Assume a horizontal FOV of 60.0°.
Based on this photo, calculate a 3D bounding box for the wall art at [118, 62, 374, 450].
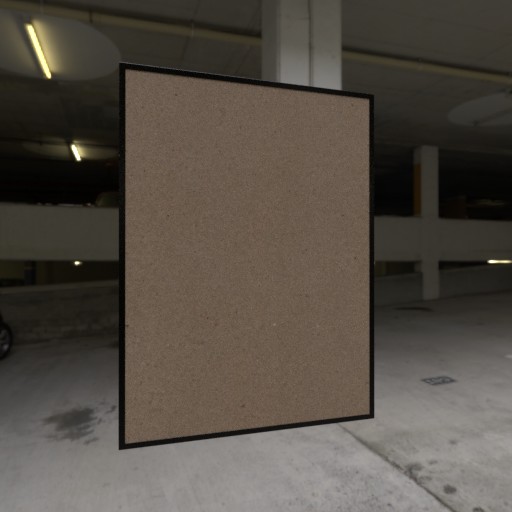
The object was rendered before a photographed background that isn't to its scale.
[{"bbox_3d":[0.000,0.000,1.332,0.788,1.046,0.043,0,0,-18],"label":"wall art"}]
